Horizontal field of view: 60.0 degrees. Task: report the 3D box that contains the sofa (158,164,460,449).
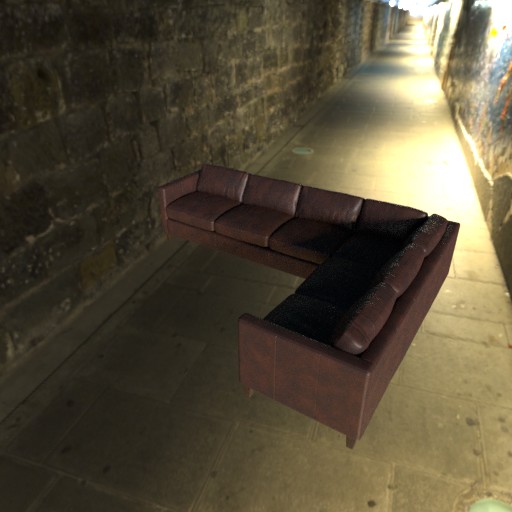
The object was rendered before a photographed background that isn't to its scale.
[{"bbox_3d":[0.000,0.000,4.274,3.152,0.836,2.438,18,34,29],"label":"sofa"}]
